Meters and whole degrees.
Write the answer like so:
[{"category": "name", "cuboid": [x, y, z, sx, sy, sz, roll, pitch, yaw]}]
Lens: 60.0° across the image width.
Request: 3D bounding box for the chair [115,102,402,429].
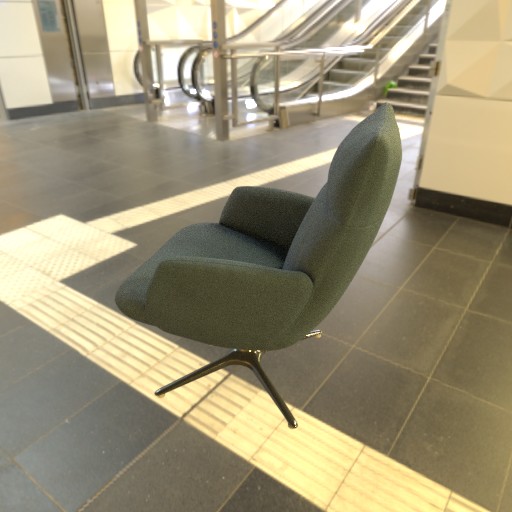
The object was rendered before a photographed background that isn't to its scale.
[{"category": "chair", "cuboid": [0.000, 0.000, 1.590, 0.889, 1.016, 0.711, 8, 29, 15]}]
